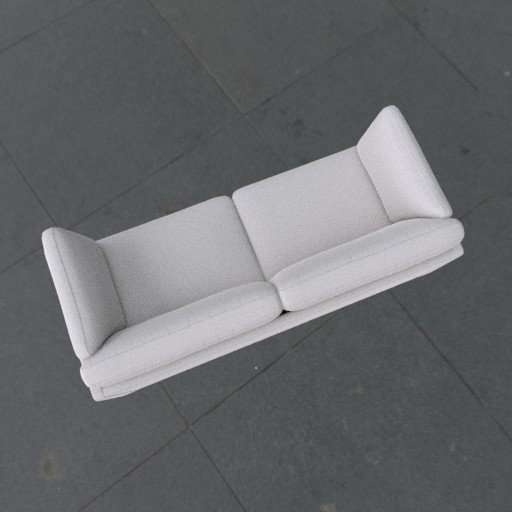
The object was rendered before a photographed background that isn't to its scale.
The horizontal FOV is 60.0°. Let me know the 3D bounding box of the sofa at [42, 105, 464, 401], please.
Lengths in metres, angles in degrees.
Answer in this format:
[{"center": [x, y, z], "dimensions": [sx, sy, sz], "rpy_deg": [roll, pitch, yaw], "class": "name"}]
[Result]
[{"center": [0.000, 0.000, 2.756], "dimensions": [2.301, 0.863, 0.957], "rpy_deg": [-21, 77, -5], "class": "sofa"}]
